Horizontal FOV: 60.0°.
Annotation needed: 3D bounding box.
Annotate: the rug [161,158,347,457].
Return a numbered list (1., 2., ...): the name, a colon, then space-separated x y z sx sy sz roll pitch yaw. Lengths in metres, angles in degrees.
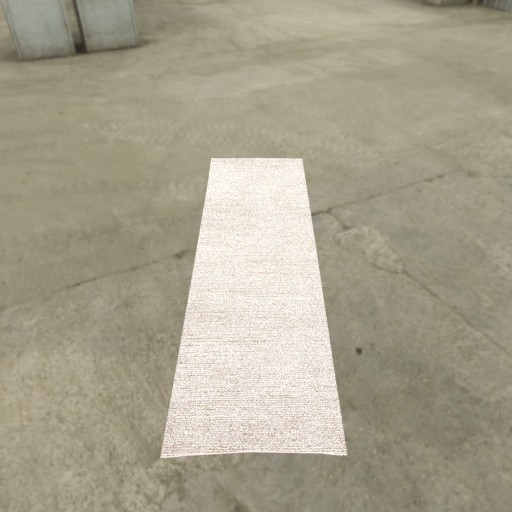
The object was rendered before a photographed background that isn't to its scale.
1. rug: 0.000 0.000 2.568 0.712 0.013 2.346 0 41 0
